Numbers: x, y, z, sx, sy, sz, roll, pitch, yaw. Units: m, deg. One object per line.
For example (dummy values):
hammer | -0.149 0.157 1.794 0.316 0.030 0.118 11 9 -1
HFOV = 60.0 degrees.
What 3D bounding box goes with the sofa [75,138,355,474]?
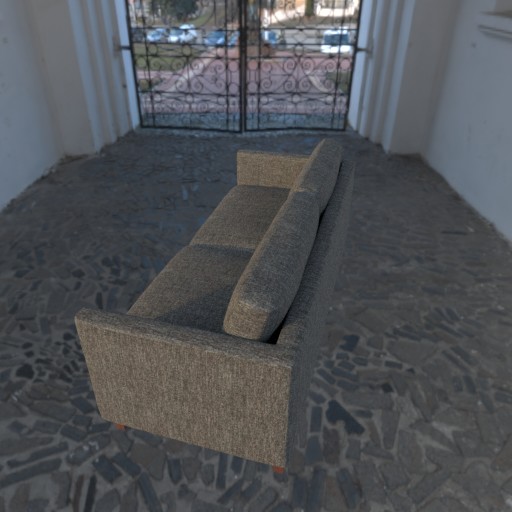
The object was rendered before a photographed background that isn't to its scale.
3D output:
sofa | 0.000 0.000 2.708 0.948 0.960 2.208 9 33 14
